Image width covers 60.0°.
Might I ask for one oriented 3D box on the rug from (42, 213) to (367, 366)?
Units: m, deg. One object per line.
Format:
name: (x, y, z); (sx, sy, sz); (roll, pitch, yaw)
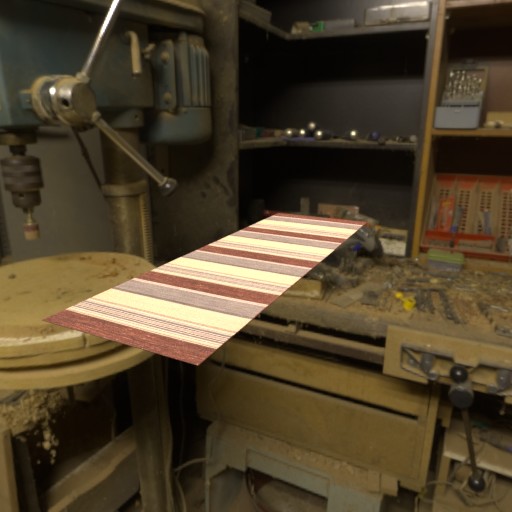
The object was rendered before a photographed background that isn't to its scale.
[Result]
rug: (0.000, 0.000, 2.738); (0.792, 0.006, 2.437); (9, 19, 26)
